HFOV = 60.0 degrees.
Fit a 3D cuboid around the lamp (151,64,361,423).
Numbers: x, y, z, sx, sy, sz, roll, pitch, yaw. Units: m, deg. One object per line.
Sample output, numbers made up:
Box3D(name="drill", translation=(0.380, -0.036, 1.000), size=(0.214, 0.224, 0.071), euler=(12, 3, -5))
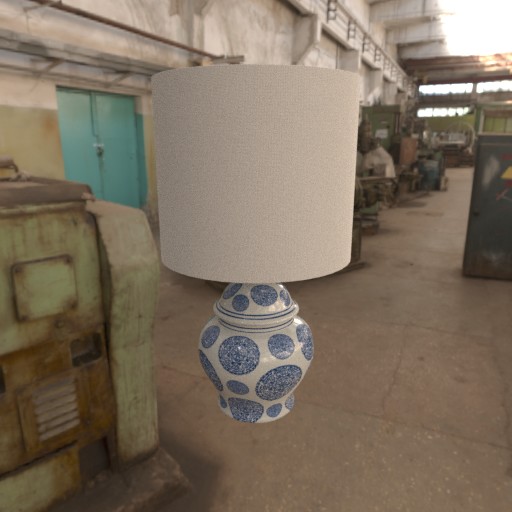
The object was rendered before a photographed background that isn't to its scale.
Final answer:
Box3D(name="lamp", translation=(0.000, 0.000, 0.514), size=(0.215, 0.381, 0.215), euler=(7, 17, 26))
